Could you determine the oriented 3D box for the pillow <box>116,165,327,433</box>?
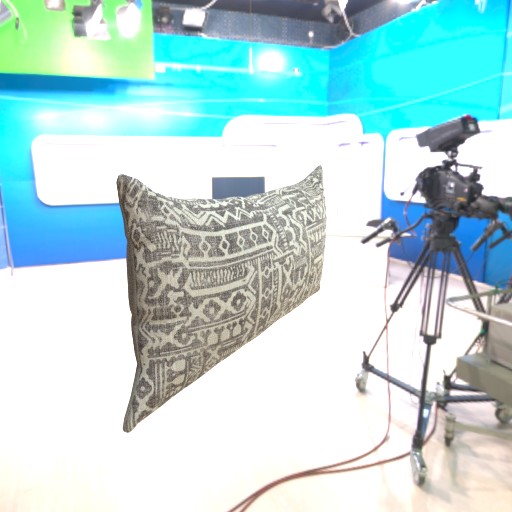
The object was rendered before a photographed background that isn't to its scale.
[{"bbox_3d":[0.000,0.000,0.741,0.148,0.290,0.631,7,14,27],"label":"pillow"}]
